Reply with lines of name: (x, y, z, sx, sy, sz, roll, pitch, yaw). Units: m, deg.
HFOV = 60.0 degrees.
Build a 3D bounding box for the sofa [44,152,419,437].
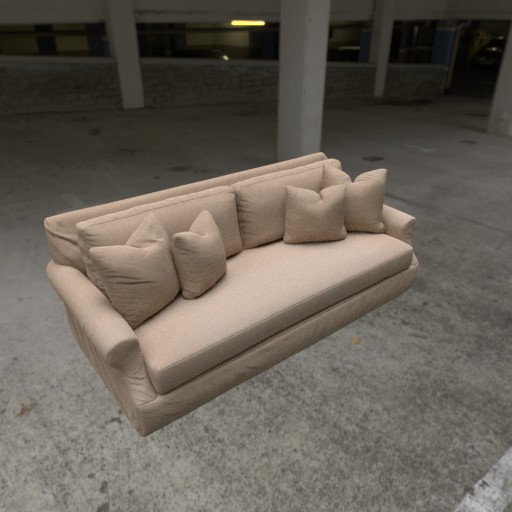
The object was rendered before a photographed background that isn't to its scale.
sofa: (0.000, 0.000, 2.828, 2.285, 0.904, 1.067, -21, 35, -33)
